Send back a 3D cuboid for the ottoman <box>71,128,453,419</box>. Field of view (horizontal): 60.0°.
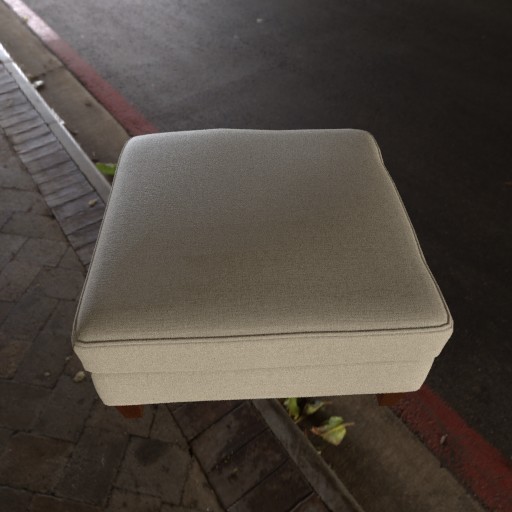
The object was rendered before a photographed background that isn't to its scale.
[{"bbox_3d":[0.000,0.000,1.346,0.838,0.478,0.838,-2,47,-2],"label":"ottoman"}]
